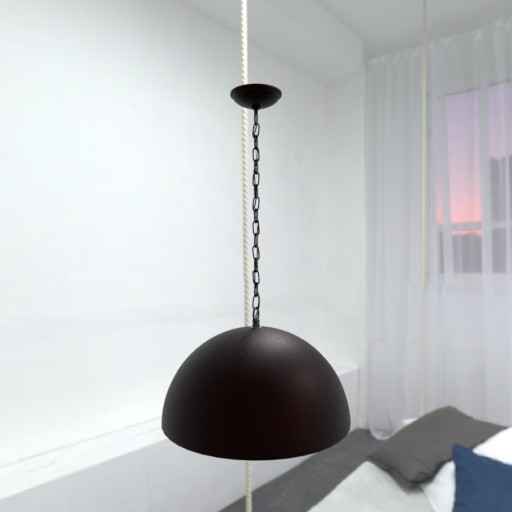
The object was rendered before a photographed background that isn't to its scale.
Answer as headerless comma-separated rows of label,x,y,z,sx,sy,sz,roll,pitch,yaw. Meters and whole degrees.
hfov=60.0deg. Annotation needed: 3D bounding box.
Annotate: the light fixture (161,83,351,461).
light fixture,0.000,0.000,1.182,0.492,0.869,0.492,0,-1,19
